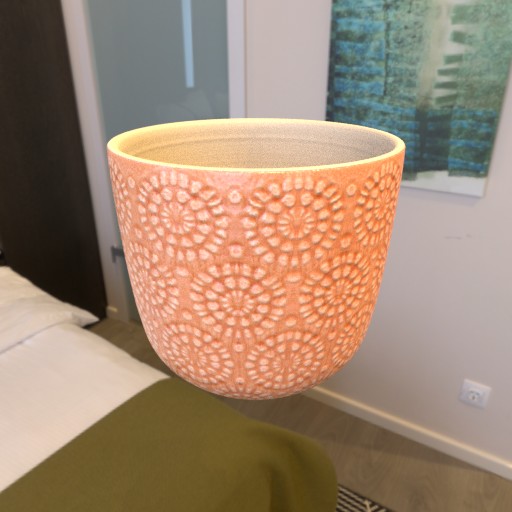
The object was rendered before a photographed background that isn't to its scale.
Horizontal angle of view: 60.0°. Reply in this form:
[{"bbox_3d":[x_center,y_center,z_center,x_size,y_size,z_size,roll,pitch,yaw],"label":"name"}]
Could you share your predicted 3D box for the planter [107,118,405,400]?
[{"bbox_3d":[0.000,0.000,0.360,0.208,0.190,0.208,0,24,0],"label":"planter"}]
